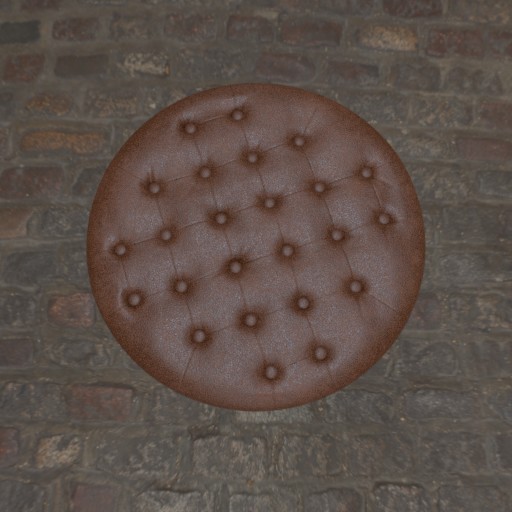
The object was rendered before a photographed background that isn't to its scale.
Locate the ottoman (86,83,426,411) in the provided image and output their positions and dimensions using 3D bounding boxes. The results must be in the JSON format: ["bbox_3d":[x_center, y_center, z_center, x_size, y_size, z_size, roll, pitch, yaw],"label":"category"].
[{"bbox_3d":[0.000,0.000,1.012,0.637,0.442,0.637,0,77,0],"label":"ottoman"}]
